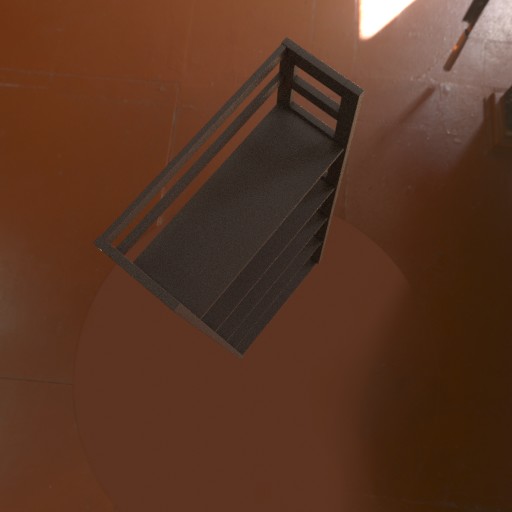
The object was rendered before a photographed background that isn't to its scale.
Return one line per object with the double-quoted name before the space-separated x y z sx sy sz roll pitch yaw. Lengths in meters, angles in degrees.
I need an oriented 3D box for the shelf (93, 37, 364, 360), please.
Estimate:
"shelf" 0.000 0.000 1.892 0.403 1.600 0.763 38 79 9
